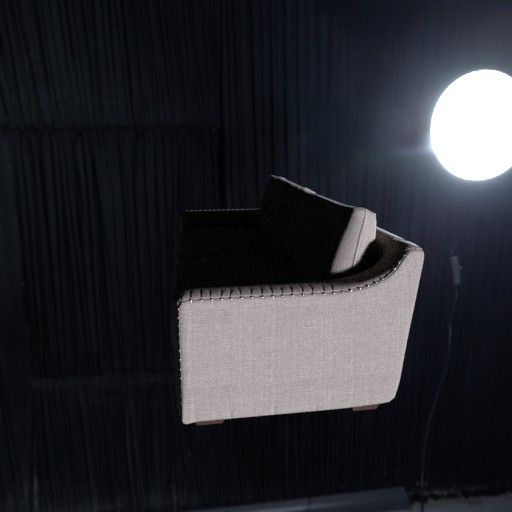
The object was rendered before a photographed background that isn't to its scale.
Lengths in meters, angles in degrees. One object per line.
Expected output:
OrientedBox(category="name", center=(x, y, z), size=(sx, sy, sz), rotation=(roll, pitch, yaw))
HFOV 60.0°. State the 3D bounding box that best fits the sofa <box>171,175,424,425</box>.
OrientedBox(category="sofa", center=(0.000, 0.000, 2.765), size=(1.000, 0.857, 2.208), rotation=(-2, 15, -8))
